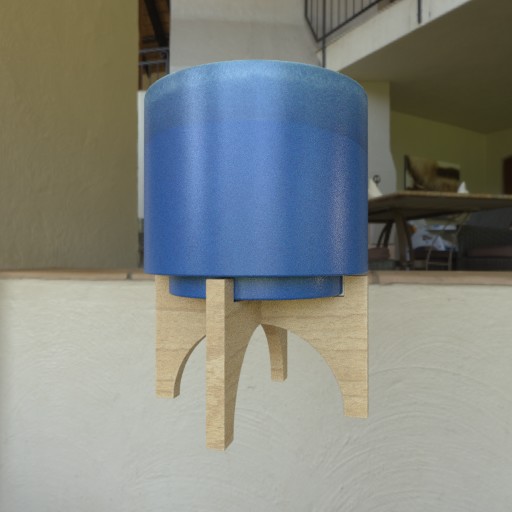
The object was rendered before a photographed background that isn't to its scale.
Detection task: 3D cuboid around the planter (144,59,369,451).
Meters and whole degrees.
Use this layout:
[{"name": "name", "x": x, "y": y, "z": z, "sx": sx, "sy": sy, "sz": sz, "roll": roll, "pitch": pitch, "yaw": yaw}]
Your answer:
[{"name": "planter", "x": 0.000, "y": 0.000, "z": 0.392, "sx": 0.192, "sy": 0.263, "sz": 0.192, "roll": 0, "pitch": 0, "yaw": 0}]
